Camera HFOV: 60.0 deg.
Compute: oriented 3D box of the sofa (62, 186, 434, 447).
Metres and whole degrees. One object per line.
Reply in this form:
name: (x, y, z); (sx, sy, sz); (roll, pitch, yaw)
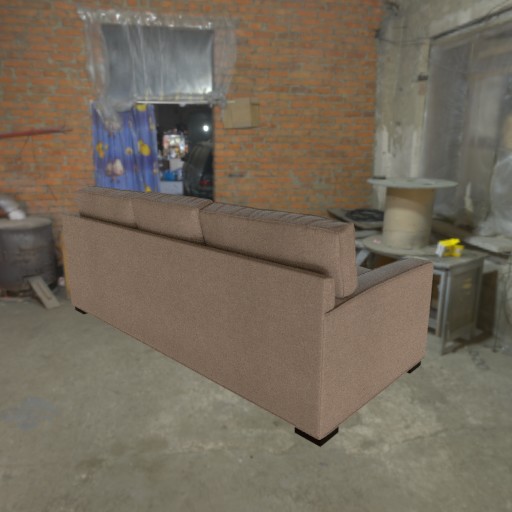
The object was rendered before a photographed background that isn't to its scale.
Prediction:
sofa: (0.000, 0.000, 2.766); (2.087, 0.861, 1.496); (13, 19, 42)
